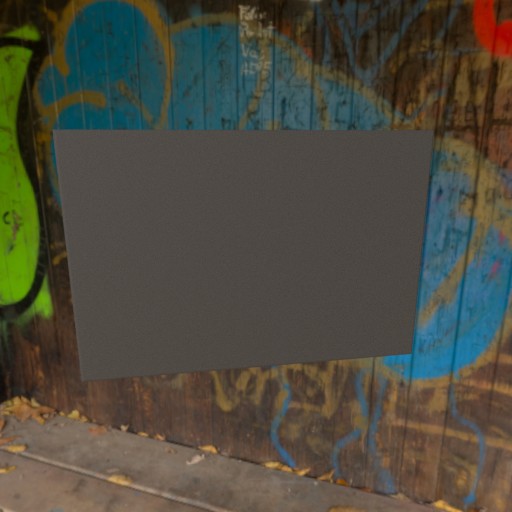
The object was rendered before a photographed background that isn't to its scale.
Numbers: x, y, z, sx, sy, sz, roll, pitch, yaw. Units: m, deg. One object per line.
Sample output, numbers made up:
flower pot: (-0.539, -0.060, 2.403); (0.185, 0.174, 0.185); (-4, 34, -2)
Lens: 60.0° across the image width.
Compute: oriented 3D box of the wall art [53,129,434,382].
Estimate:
wall art: (0.000, 0.000, 1.199); (0.958, 0.656, 0.026); (-2, 15, -9)
